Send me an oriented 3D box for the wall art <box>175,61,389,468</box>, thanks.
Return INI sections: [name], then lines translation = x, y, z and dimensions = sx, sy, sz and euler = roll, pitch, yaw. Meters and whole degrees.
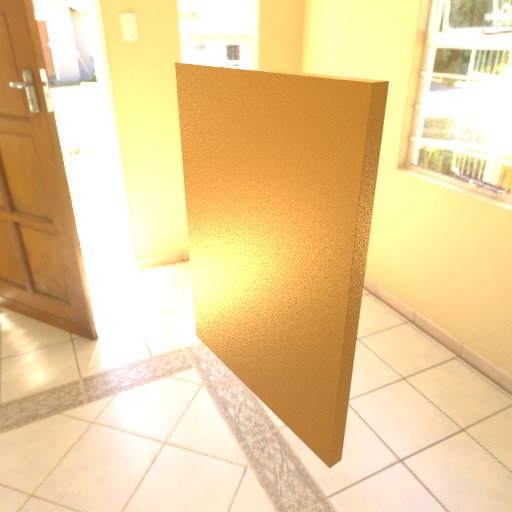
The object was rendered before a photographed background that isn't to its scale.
[wall art]
translation = 0.000, 0.000, 1.043
dimensions = 0.038, 0.812, 0.610
euler = -18, 32, -32
